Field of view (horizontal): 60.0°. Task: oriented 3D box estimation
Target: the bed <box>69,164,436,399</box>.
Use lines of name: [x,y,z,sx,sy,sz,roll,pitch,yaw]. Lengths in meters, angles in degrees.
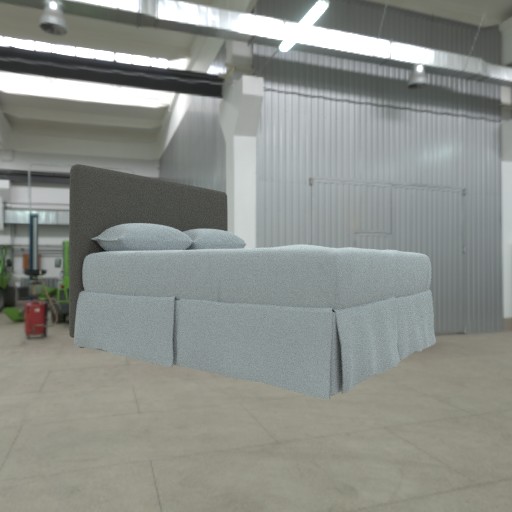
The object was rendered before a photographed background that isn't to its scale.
bed: [0.000,0.000,3.230,2.142,1.330,1.748,0,-1,36]
